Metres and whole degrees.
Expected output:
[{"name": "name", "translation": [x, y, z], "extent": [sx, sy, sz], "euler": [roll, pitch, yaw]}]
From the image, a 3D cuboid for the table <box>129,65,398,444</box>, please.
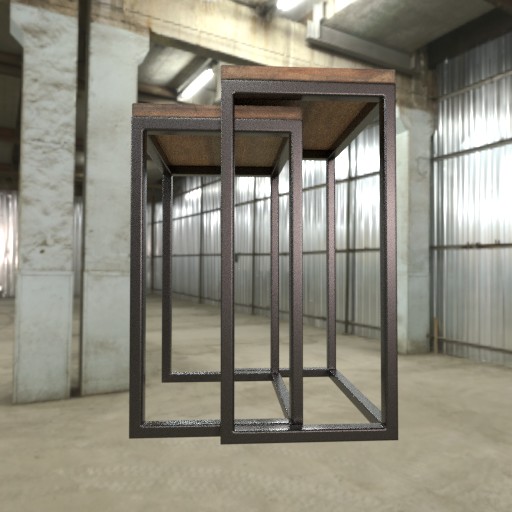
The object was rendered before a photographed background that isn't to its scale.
[{"name": "table", "translation": [0.000, 0.000, 0.945], "extent": [0.460, 0.615, 0.456], "euler": [0, -1, -1]}]
